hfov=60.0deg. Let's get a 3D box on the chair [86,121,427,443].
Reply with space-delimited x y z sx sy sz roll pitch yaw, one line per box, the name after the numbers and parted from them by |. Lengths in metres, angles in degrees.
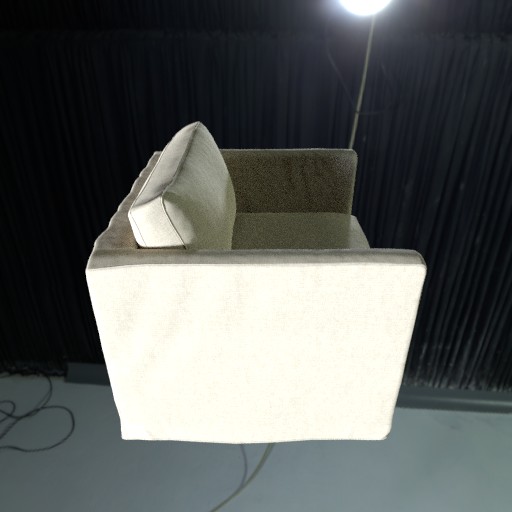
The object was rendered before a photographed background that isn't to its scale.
0.000 0.000 1.743 0.949 0.867 1.057 0 31 0 | chair
